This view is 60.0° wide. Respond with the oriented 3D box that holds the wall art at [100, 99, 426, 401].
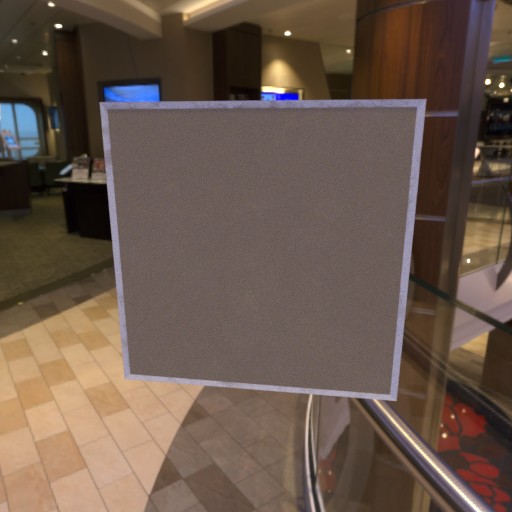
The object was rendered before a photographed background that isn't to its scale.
[{"bbox_3d":[0.000,0.000,0.765,0.508,0.506,0.029,2,16,8],"label":"wall art"}]
